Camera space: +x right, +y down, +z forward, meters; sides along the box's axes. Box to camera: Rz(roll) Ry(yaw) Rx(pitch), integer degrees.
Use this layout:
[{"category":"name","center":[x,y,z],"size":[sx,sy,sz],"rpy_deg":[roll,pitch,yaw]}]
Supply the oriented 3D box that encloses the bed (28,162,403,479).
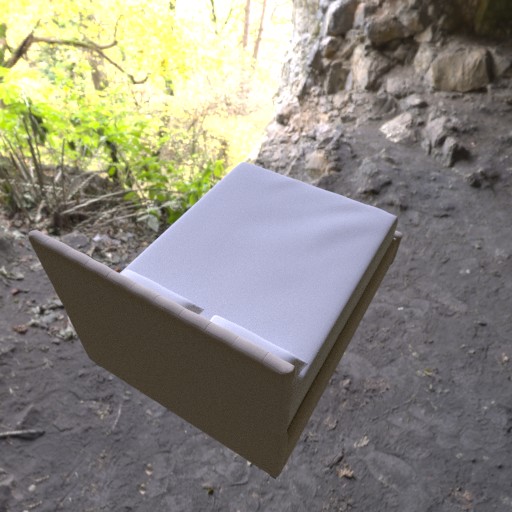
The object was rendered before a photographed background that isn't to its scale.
[{"category":"bed","center":[0.000,0.000,3.332],"size":[1.696,1.426,2.233],"rpy_deg":[24,51,21]}]
